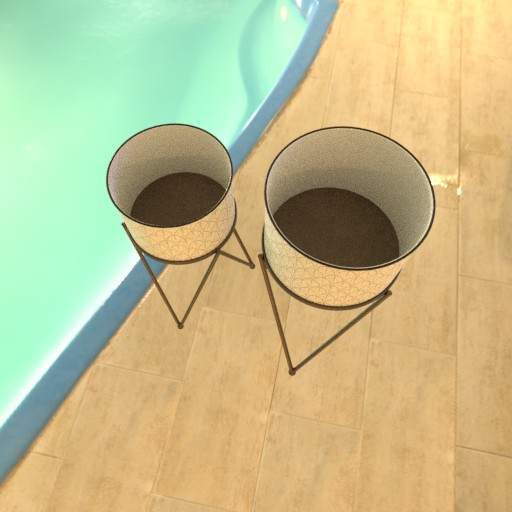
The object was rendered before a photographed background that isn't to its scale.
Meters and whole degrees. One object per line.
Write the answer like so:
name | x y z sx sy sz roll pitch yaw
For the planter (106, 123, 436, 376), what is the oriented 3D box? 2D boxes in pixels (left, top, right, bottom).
planter | 0.000 0.000 1.196 0.769 0.712 0.413 16 66 7
